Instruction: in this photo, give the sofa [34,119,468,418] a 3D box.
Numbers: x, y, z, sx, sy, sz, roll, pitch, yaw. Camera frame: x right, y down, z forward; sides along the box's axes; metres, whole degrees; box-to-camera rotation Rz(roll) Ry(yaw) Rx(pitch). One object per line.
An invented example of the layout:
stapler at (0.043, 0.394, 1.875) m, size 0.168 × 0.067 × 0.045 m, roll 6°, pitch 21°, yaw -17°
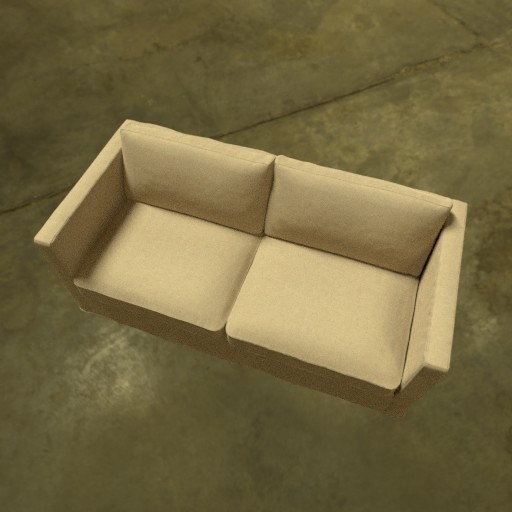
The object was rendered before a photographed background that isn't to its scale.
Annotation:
sofa at (0.000, 0.000, 2.379) m, size 1.959 × 0.835 × 0.962 m, roll 16°, pitch 58°, yaw 11°
